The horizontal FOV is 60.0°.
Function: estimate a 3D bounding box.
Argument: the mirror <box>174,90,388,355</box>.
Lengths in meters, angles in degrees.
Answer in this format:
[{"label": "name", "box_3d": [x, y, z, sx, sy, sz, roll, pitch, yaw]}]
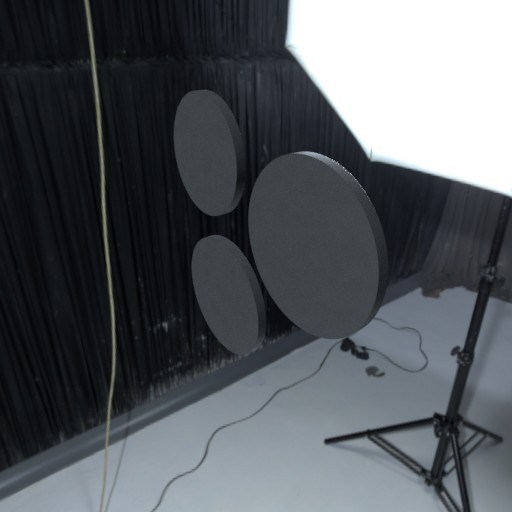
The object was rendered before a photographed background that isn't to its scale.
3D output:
[{"label": "mirror", "box_3d": [0.000, 0.000, 3.134, 0.076, 2.096, 2.160, -18, 32, -32]}]
